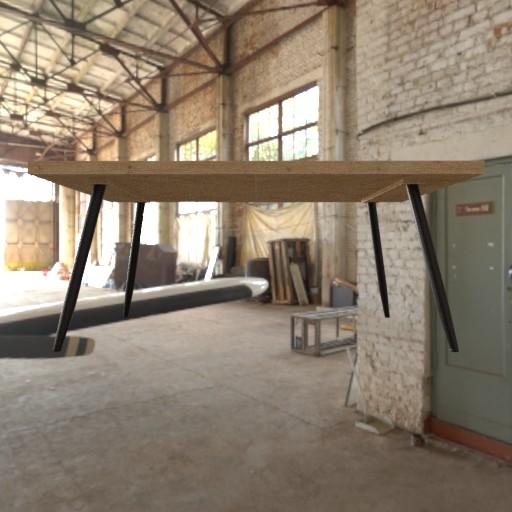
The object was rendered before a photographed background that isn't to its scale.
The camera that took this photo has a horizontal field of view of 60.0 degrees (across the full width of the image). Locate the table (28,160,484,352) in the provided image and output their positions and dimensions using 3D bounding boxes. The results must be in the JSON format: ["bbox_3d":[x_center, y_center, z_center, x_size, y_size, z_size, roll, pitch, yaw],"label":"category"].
[{"bbox_3d":[0.000,0.000,2.250,1.803,0.762,0.991,0,0,0],"label":"table"}]
